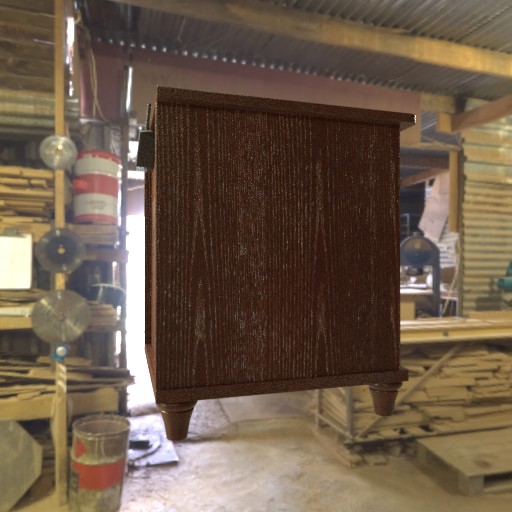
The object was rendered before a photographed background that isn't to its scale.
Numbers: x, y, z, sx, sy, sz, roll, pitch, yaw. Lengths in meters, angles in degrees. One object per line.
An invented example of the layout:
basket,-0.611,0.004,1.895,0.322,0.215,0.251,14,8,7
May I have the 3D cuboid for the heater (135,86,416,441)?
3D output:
heater,0.000,0.000,0.761,0.400,0.481,0.362,0,0,-17
